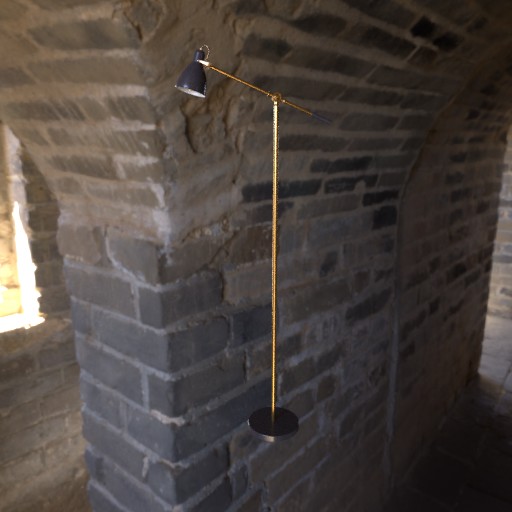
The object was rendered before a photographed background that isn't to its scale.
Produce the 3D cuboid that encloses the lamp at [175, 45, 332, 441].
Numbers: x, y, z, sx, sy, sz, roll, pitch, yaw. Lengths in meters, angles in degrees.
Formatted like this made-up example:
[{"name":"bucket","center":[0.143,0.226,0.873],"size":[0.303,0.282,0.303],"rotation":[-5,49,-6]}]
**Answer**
[{"name":"lamp","center":[0.000,0.000,1.867],"size":[0.618,1.628,0.235],"rotation":[-2,13,-9]}]
